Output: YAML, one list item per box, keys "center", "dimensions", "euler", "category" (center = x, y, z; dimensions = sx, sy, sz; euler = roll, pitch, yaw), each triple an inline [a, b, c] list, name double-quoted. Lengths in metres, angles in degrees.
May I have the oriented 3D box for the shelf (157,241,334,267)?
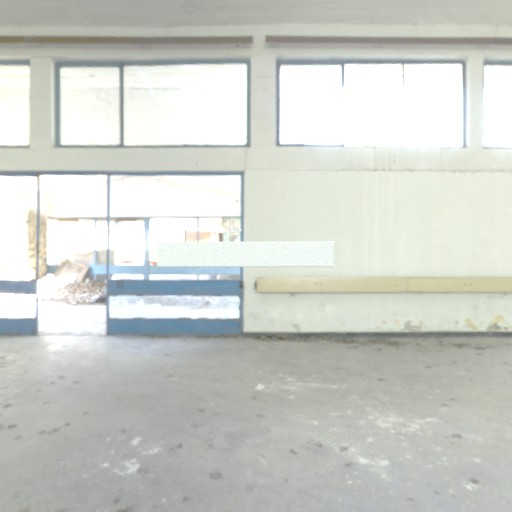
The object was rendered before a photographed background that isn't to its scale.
- center: [0.000, 0.000, 0.653]
  dimensions: [0.140, 0.020, 0.610]
  euler: [0, 0, 2]
  category: "shelf"
